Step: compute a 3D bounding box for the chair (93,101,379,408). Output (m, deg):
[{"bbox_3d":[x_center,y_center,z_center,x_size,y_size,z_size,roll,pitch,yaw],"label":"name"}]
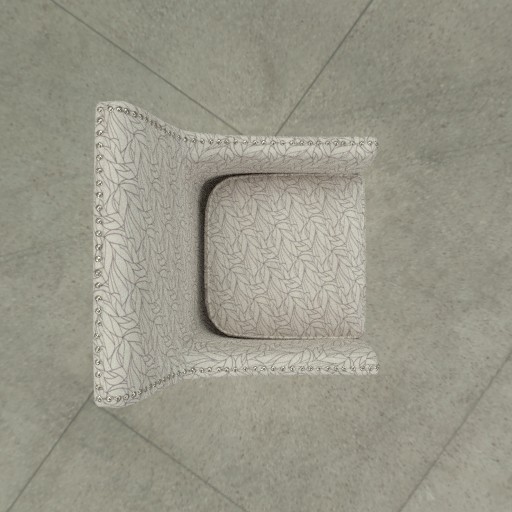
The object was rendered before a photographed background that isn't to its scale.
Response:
[{"bbox_3d":[0.000,0.000,1.263,0.651,0.816,0.623,0,89,0],"label":"chair"}]
